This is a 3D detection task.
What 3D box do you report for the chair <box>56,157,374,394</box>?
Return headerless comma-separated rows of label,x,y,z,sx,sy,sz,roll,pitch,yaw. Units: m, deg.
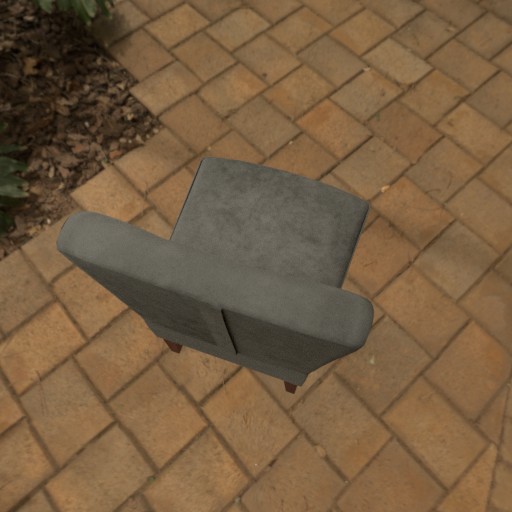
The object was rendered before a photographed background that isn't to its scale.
chair,0.000,0.000,1.143,0.521,0.806,0.554,17,66,8
